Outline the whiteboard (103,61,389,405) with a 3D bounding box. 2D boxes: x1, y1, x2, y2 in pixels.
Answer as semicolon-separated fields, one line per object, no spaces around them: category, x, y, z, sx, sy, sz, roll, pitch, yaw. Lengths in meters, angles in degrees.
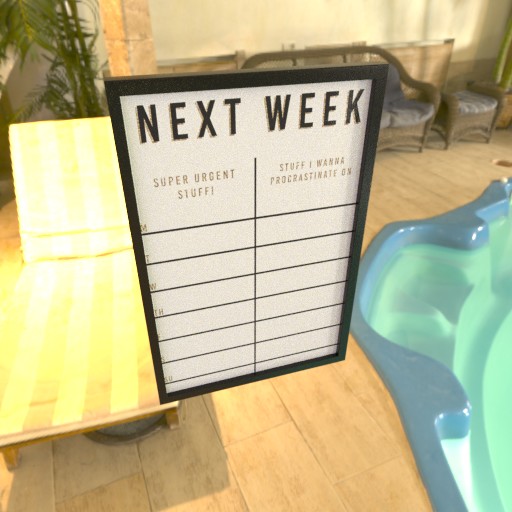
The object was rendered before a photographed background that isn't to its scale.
whiteboard;0.000;0.000;0.777;0.406;0.611;0.026;-10;34;-15
